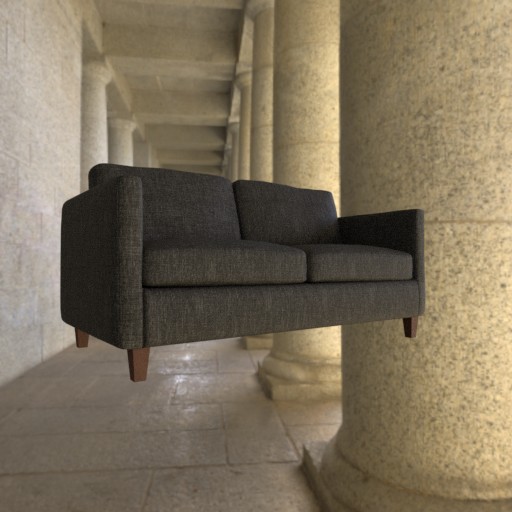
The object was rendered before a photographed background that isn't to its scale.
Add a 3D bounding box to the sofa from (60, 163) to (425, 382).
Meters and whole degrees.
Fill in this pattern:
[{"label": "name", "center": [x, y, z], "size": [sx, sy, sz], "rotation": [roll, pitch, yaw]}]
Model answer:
[{"label": "sofa", "center": [0.000, 0.000, 2.488], "size": [1.884, 0.963, 0.950], "rotation": [1, -1, -35]}]
